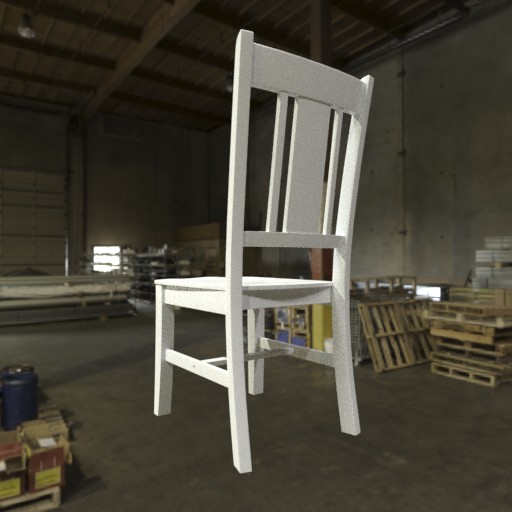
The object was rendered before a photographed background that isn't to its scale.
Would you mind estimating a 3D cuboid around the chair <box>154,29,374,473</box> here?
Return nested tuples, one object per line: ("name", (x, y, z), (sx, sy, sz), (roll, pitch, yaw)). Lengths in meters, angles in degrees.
("chair", (0.000, 0.000, 1.311), (0.450, 0.998, 0.555), (0, -1, -36))
